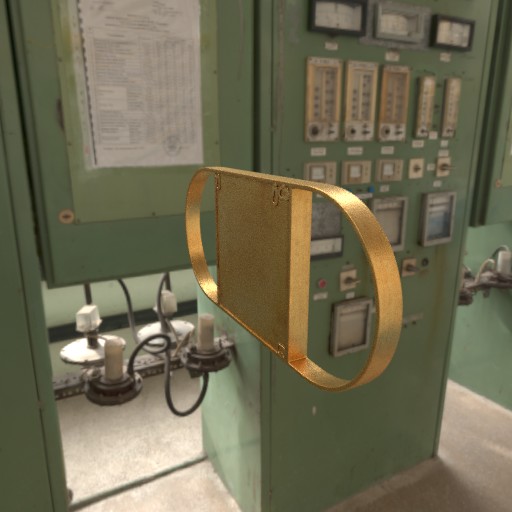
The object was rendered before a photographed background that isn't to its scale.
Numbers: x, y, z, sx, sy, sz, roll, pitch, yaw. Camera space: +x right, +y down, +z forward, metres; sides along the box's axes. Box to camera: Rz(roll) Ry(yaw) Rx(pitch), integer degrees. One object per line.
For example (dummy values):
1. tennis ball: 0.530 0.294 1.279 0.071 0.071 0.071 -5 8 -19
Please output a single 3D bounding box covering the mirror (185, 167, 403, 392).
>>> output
1. mirror: 0.000 0.000 0.697 0.032 0.254 0.584 -8 17 -27
